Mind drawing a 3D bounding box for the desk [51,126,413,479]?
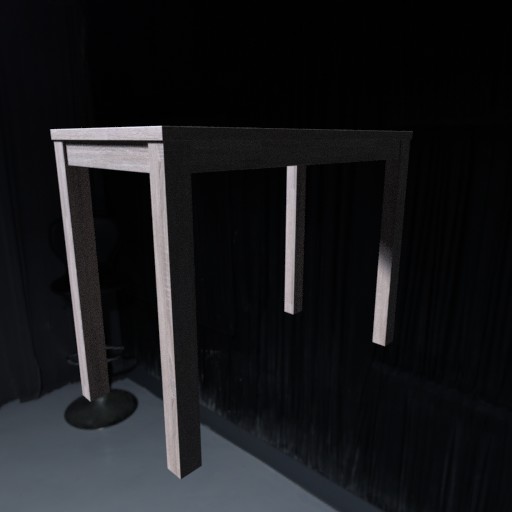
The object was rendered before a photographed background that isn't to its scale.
[{"bbox_3d":[0.000,0.000,1.401,0.495,0.762,0.991,14,20,42],"label":"desk"}]
